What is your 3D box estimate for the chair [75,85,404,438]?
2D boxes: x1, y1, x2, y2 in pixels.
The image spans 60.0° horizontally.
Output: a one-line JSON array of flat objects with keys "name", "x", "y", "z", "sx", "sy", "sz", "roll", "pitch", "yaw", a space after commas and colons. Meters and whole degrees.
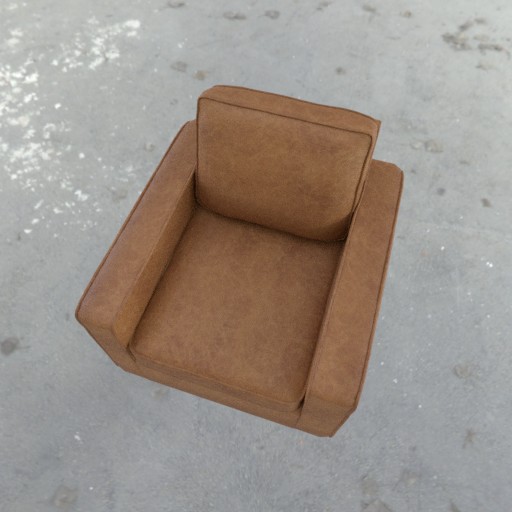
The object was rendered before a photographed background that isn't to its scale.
[{"name": "chair", "x": 0.000, "y": 0.000, "z": 1.711, "sx": 0.987, "sy": 0.901, "sz": 1.027, "roll": 13, "pitch": 60, "yaw": 8}]
